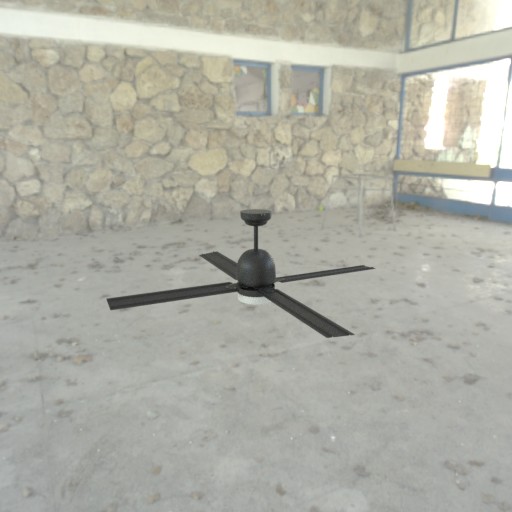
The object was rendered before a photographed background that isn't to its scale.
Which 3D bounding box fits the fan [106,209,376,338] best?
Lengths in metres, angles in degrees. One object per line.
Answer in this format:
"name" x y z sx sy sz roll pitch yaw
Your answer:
"fan" 0.000 0.000 2.027 1.319 0.410 1.319 -7 16 -26
